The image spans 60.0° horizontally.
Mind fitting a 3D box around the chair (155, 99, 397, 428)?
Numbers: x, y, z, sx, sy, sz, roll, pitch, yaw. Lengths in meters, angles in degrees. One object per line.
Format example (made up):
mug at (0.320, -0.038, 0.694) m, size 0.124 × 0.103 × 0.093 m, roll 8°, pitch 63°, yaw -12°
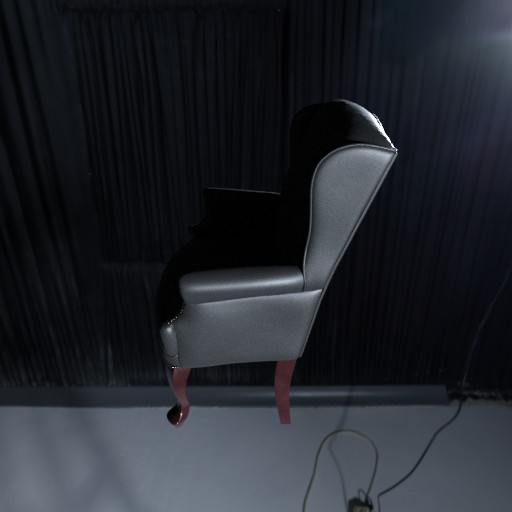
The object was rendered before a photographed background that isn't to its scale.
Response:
chair at (0.000, 0.000, 1.682) m, size 0.762 × 1.111 × 0.838 m, roll 0°, pitch 27°, yaw -1°
